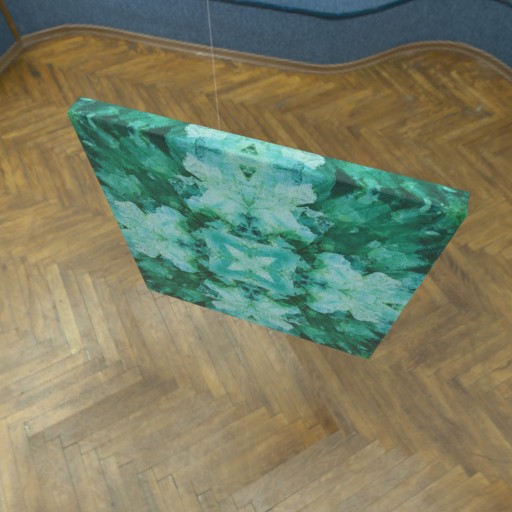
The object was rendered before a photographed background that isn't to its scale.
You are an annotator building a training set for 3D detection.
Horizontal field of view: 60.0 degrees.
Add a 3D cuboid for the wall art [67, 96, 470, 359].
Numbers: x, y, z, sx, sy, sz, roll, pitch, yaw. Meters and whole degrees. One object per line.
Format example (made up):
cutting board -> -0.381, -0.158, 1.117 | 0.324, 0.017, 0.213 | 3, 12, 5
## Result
wall art -> 0.000, 0.000, 0.756 | 0.507, 0.508, 0.038 | 16, 60, 10
